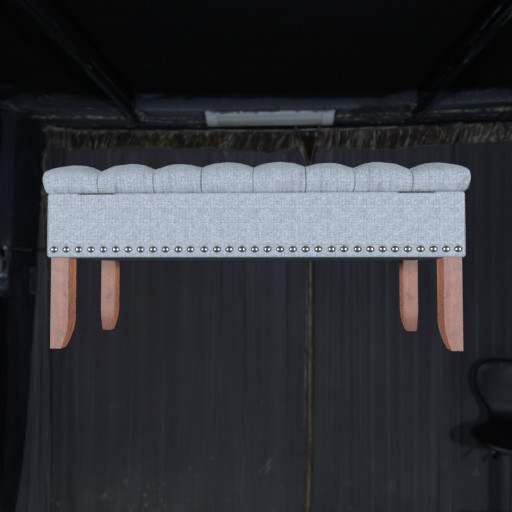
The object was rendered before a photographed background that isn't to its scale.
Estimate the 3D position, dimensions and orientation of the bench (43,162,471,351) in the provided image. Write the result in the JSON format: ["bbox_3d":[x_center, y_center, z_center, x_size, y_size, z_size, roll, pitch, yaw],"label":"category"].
[{"bbox_3d":[0.000,0.000,1.279,1.052,0.470,0.417,0,-2,2],"label":"bench"}]
